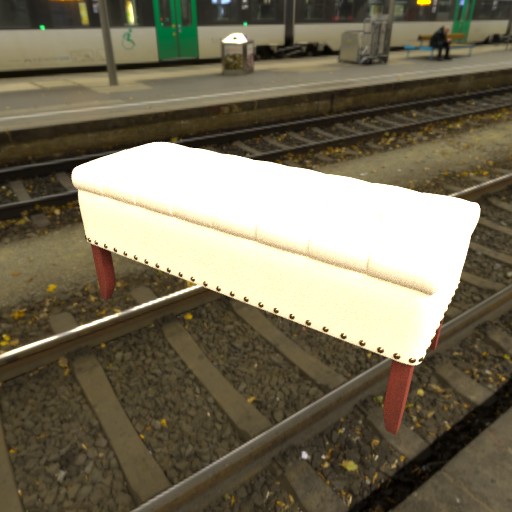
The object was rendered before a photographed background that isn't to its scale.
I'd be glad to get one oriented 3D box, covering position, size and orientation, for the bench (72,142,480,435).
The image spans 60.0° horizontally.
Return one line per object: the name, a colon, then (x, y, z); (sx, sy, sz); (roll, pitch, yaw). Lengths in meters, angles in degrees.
bench: (0.000, 0.000, 1.276); (1.054, 0.470, 0.400); (18, 33, 29)
